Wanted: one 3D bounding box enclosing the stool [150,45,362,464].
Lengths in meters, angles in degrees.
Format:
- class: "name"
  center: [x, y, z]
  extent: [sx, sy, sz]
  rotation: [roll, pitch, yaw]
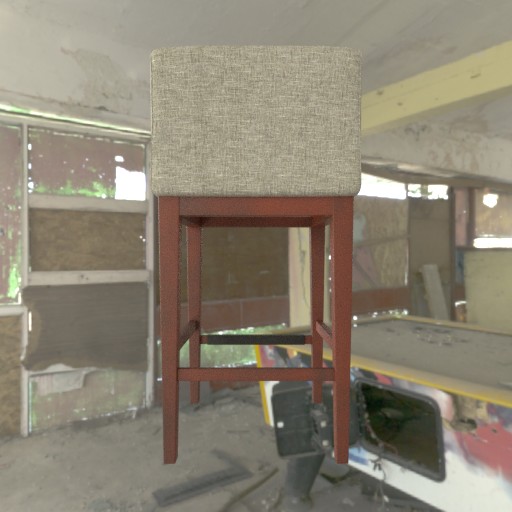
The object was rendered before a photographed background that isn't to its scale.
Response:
- class: "stool"
  center: [0.000, 0.000, 1.076]
  extent: [0.417, 0.835, 0.459]
  rotation: [0, 0, 0]
